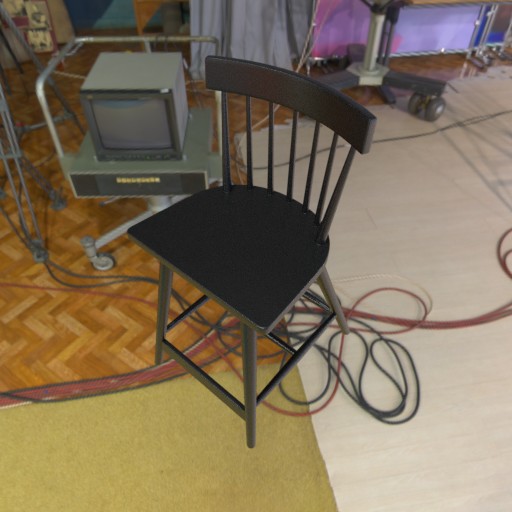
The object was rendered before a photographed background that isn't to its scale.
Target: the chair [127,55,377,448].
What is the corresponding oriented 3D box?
[{"bbox_3d":[0.000,0.000,1.269,0.483,0.952,0.572,32,54,27],"label":"chair"}]
